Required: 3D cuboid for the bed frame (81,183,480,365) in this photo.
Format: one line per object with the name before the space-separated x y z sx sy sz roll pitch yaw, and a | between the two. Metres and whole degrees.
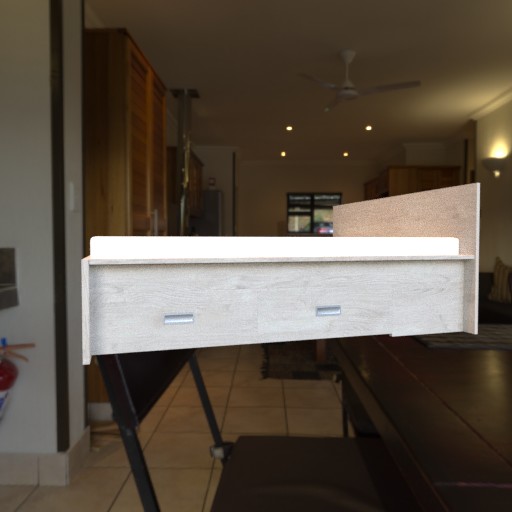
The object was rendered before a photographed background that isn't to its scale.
bed frame | 0.000 0.000 2.823 1.960 0.800 1.622 -1 2 -17
